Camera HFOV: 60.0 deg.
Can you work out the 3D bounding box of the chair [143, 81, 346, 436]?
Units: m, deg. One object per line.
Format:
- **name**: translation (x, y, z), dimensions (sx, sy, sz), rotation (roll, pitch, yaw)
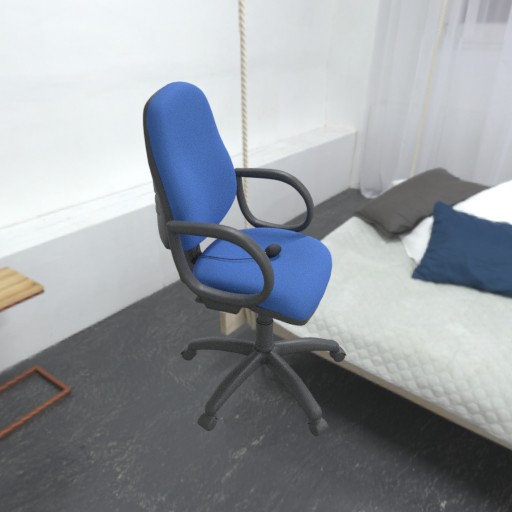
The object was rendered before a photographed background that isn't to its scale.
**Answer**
- **chair**: translation (0.000, 0.000, 1.264), dimensions (0.549, 0.905, 0.552), rotation (10, 30, 17)
